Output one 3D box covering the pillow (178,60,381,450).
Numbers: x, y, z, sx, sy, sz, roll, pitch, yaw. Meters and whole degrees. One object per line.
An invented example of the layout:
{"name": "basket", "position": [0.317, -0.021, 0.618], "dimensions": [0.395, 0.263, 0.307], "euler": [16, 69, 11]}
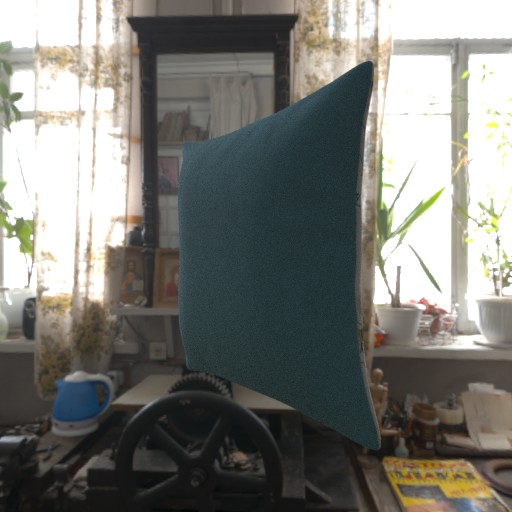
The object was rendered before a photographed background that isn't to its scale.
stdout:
{"name": "pillow", "position": [0.000, 0.000, 0.781], "dimensions": [0.166, 0.507, 0.526], "euler": [0, 0, -36]}
